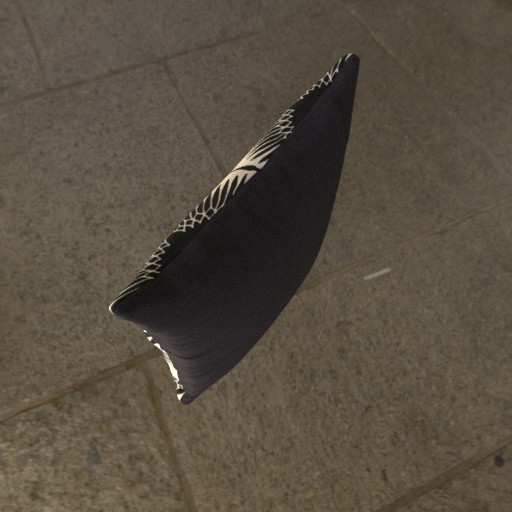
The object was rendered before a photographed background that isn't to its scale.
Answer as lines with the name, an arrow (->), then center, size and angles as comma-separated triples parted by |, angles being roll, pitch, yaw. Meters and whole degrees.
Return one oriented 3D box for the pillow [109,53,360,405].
pillow -> 0.000, 0.000, 0.661 | 0.139, 0.432, 0.432 | 32, 66, 16
